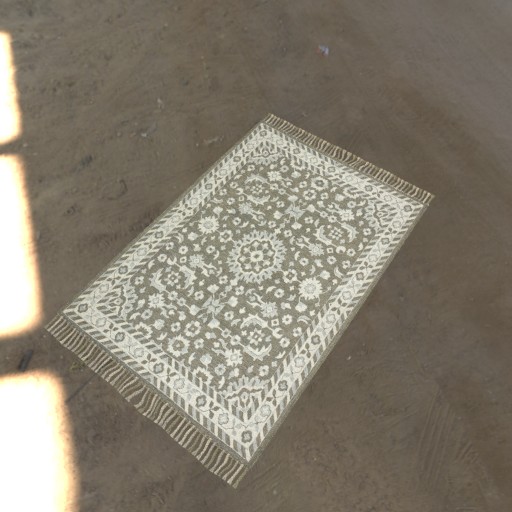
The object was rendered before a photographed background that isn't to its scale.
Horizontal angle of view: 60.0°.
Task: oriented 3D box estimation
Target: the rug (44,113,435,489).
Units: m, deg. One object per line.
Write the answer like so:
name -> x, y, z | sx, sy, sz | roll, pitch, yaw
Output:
rug -> 0.000, 0.000, 3.027 | 1.530, 0.025, 2.431 | 32, 64, 18
